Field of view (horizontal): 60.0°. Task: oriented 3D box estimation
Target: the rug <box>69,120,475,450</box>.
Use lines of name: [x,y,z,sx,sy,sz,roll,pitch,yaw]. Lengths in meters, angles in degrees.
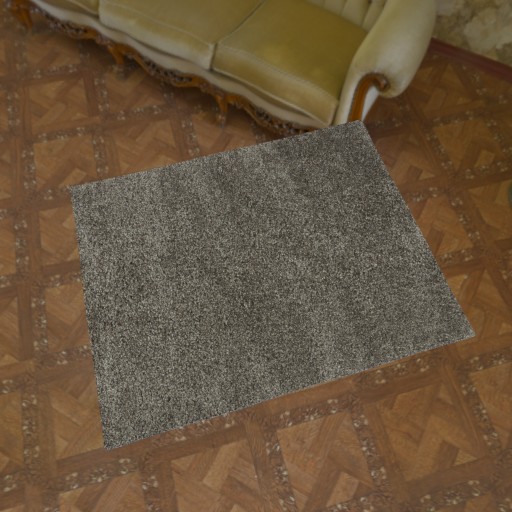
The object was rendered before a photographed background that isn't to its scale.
rug: [0.000,0.000,3.910,3.000,0.025,2.401,-15,65,-7]
